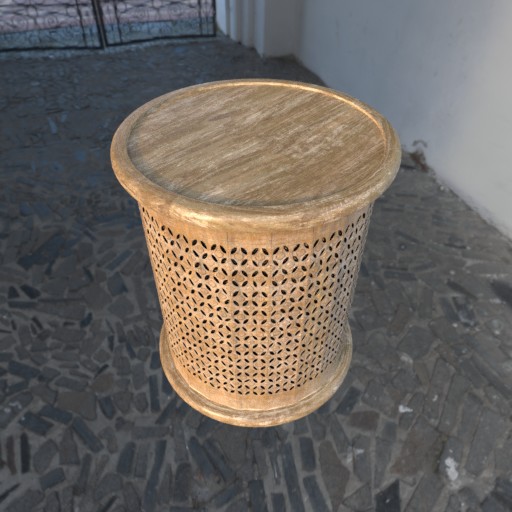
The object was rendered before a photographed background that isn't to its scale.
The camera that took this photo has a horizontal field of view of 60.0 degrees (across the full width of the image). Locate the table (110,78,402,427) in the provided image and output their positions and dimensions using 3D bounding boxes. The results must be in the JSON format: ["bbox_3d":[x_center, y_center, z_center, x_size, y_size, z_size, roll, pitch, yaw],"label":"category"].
[{"bbox_3d":[0.000,0.000,0.793,0.407,0.482,0.407,0,42,0],"label":"table"}]
